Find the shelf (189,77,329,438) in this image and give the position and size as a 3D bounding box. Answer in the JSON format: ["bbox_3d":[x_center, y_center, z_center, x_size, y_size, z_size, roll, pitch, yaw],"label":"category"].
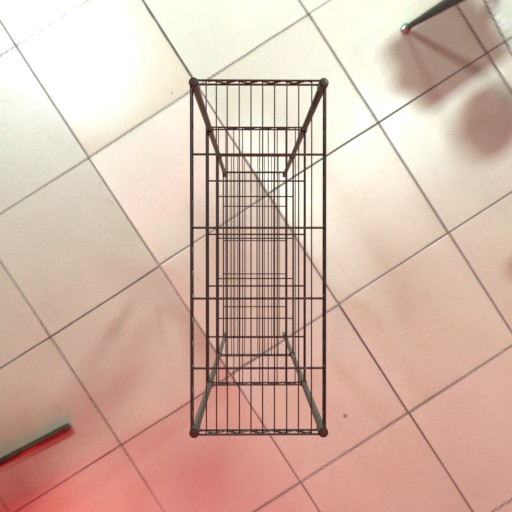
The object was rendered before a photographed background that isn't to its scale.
[{"bbox_3d":[0.000,0.000,1.794,0.352,1.361,0.907,0,91,-1],"label":"shelf"}]
